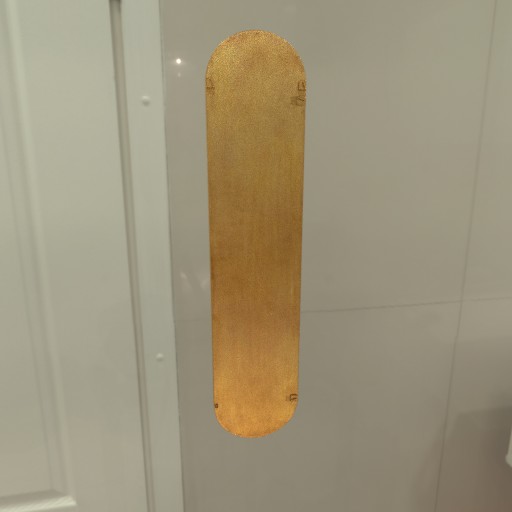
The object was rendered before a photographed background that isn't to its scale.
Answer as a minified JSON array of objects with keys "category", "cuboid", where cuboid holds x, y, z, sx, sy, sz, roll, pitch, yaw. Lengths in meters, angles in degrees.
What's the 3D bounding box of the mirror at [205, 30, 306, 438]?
[{"category":"mirror","cuboid":[0.000,0.000,1.069,0.222,0.991,0.032,-3,14,-11]}]
